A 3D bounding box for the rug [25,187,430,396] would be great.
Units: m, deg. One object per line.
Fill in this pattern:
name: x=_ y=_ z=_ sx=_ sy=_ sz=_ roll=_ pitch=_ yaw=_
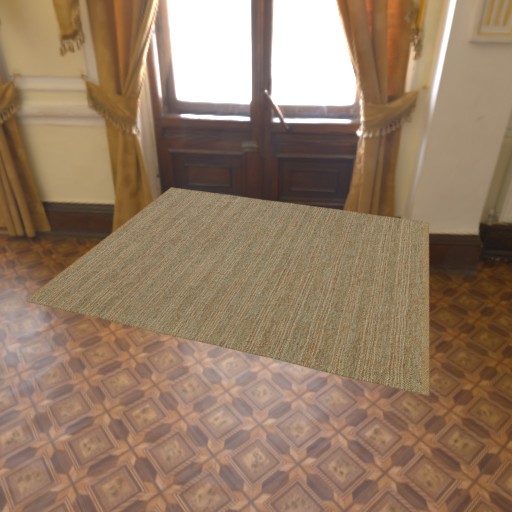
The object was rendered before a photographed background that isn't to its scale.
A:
rug: x=0.000 y=0.000 z=4.093 sx=3.034 sy=0.012 sz=2.471 roll=10 pitch=32 yaw=16
